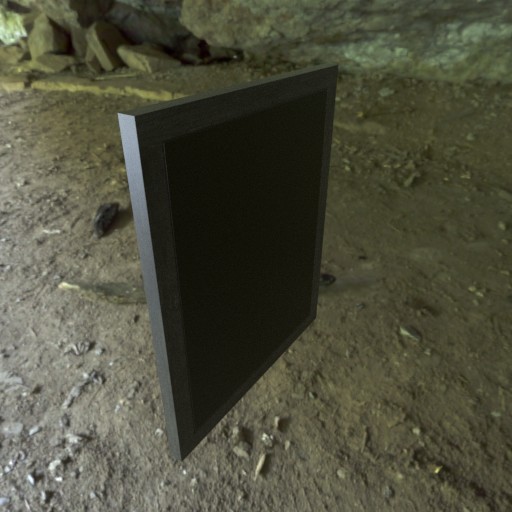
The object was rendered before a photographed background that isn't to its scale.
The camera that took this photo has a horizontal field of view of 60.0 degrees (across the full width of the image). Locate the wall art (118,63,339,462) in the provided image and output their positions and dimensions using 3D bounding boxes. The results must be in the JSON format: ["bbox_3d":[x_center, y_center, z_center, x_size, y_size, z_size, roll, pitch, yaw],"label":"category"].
[{"bbox_3d":[0.000,0.000,0.786,0.027,0.580,0.479,20,36,30],"label":"wall art"}]
